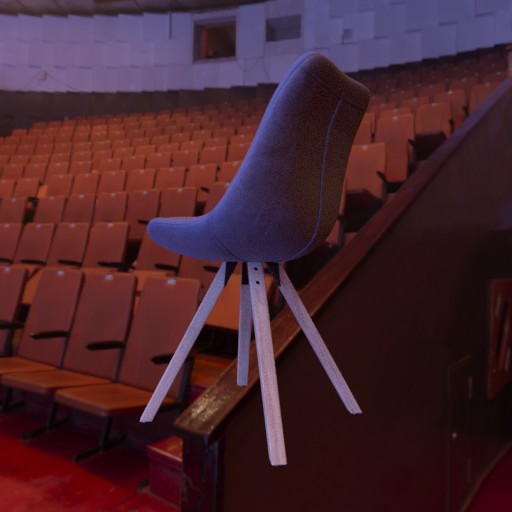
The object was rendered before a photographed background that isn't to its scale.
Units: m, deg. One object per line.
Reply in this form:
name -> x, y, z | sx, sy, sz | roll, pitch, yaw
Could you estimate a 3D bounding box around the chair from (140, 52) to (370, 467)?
chair -> 0.000, 0.000, 1.192 | 0.547, 0.865, 0.483 | 0, 0, 37
